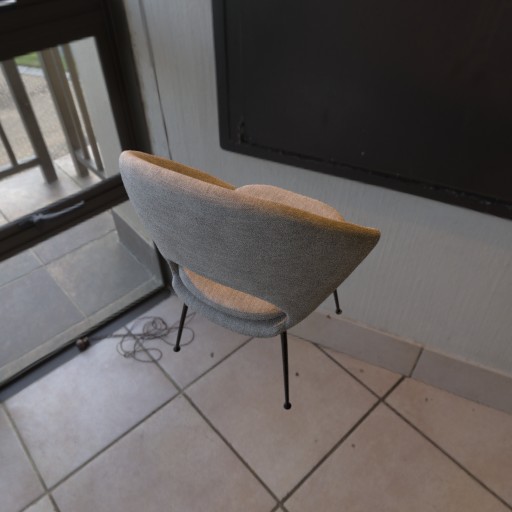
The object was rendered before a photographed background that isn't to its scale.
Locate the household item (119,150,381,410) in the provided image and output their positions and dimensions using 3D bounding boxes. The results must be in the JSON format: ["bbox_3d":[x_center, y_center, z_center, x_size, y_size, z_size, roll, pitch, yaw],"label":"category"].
[{"bbox_3d":[0.000,0.000,1.305,0.643,0.869,0.587,22,49,20],"label":"household item"}]
